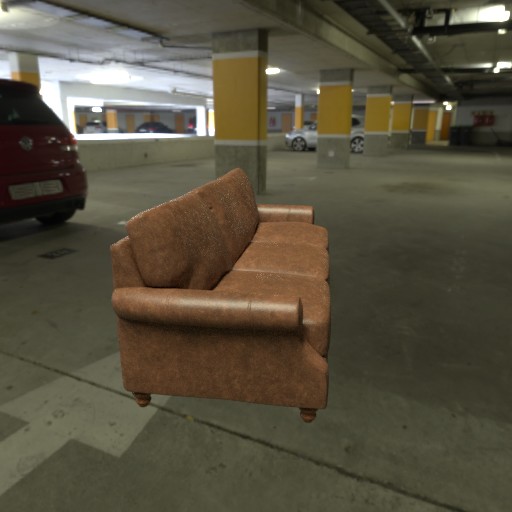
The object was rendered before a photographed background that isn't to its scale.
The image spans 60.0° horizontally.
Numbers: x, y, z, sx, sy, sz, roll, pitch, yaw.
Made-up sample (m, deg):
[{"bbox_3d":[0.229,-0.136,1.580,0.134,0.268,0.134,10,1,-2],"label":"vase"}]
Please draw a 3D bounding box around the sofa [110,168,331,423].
[{"bbox_3d":[0.000,0.000,2.938,0.973,0.977,2.351,2,16,8],"label":"sofa"}]
